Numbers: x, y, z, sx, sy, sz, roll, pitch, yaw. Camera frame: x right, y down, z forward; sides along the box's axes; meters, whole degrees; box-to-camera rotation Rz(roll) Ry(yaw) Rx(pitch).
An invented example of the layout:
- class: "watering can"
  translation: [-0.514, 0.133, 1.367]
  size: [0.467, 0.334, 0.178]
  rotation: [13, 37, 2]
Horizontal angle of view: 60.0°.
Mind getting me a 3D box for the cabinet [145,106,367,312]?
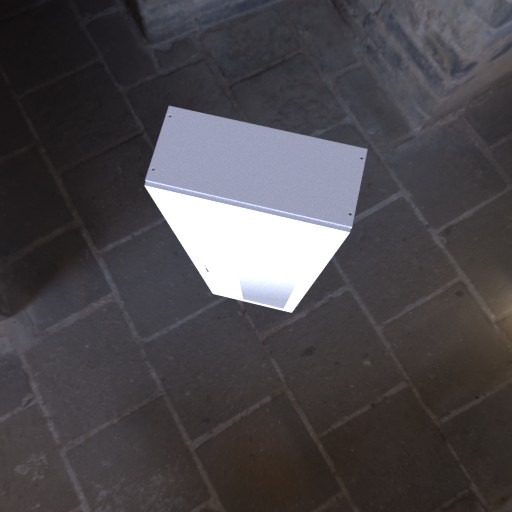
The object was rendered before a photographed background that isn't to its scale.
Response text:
- class: "cabinet"
  translation: [0.000, 0.000, 1.931]
  size: [0.500, 1.790, 0.230]
  rotation: [13, 77, 3]
